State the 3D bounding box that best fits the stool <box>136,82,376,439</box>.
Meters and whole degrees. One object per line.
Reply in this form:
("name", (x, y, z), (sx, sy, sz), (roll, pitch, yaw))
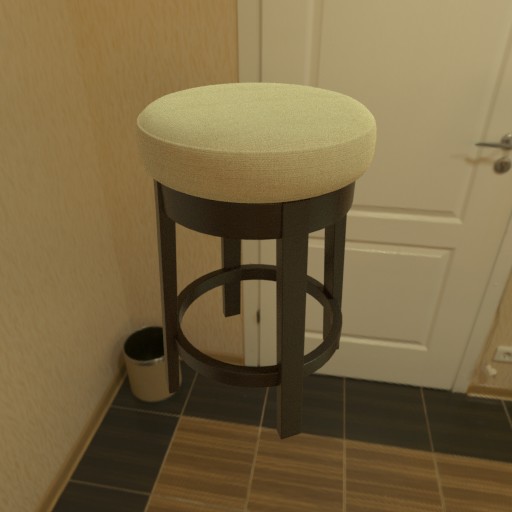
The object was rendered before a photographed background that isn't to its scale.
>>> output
("stool", (0.000, 0.000, 0.954), (0.449, 0.655, 0.449), (0, 32, 0))
